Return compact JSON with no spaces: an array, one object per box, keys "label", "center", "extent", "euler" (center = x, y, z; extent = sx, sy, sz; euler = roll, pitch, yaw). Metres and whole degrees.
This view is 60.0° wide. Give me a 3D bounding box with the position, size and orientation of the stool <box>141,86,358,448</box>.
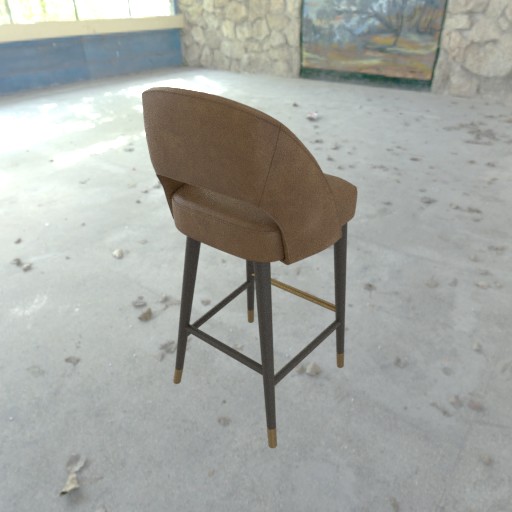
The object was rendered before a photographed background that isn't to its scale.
[{"label":"stool","center":[0.000,0.000,1.350],"extent":[0.494,1.037,0.509],"euler":[22,37,32]}]
